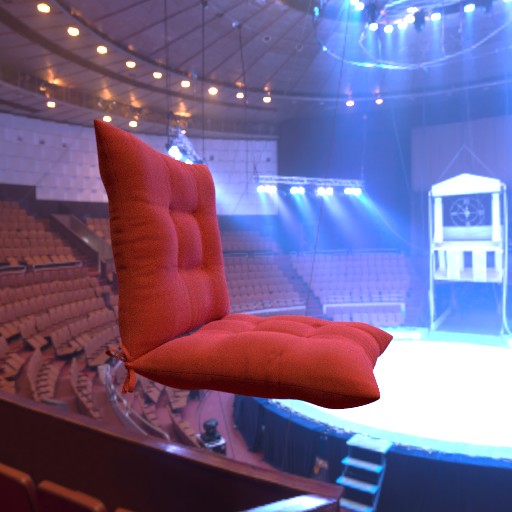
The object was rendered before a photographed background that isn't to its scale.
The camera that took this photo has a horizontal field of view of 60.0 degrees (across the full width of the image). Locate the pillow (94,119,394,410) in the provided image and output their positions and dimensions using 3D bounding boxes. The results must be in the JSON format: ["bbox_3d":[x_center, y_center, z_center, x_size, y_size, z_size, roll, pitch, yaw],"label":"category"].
[{"bbox_3d":[0.000,0.000,1.008,0.585,0.536,0.541,0,1,19],"label":"pillow"}]
